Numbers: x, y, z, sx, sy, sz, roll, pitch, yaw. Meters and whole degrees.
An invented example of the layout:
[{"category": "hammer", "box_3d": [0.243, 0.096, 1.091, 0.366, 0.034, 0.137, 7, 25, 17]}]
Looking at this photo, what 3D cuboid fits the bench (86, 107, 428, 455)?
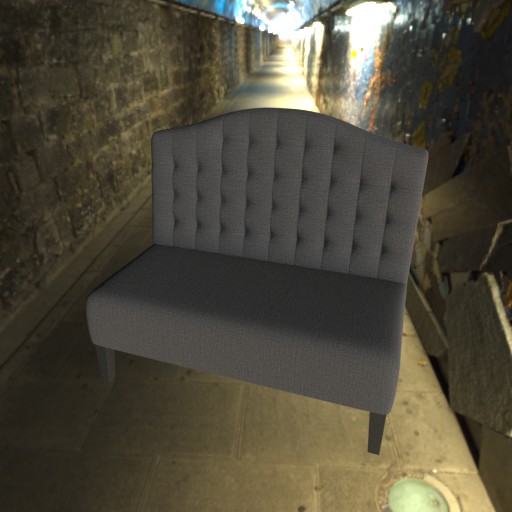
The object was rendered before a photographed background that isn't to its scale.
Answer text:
[{"category": "bench", "box_3d": [0.000, 0.000, 1.998, 1.335, 1.180, 0.815, 9, 28, 17]}]
